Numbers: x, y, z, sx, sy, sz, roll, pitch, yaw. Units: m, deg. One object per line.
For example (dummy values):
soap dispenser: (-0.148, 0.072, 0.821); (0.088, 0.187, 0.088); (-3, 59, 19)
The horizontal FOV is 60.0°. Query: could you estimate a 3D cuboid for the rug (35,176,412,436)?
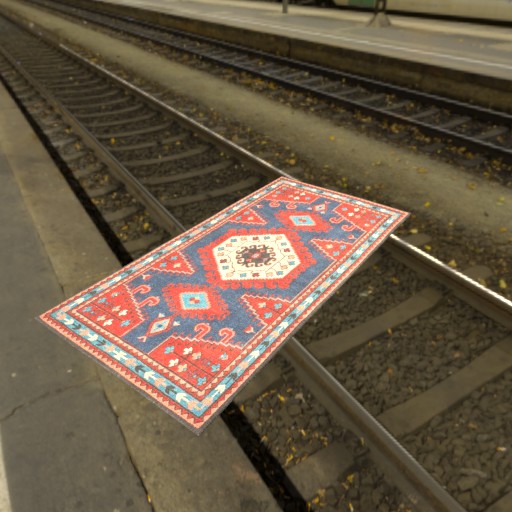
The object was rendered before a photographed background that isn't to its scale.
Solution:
rug: (0.000, 0.000, 3.665); (1.522, 0.034, 3.032); (22, 39, 30)
